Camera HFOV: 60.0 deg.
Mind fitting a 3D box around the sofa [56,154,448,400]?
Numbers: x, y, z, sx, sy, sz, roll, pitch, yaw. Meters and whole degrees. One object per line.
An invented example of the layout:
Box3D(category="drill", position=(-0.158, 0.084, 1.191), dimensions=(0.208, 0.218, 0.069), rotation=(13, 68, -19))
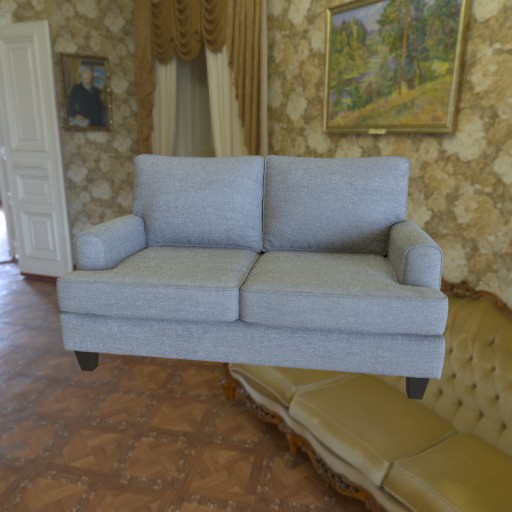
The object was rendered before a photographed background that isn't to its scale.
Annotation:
Box3D(category="sofa", position=(0.000, 0.000, 2.209), dimensions=(1.651, 0.965, 0.965), rotation=(2, 15, 9))
